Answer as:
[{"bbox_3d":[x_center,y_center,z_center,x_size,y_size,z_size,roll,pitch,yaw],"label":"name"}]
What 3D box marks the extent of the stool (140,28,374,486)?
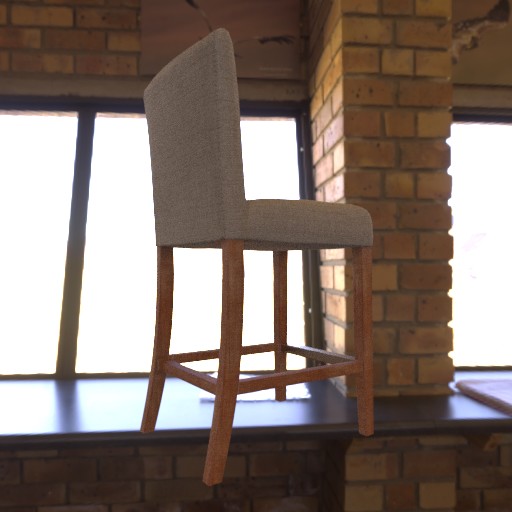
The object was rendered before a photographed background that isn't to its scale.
[{"bbox_3d":[0.000,0.000,1.321,0.567,1.039,0.454,1,-2,-36],"label":"stool"}]
